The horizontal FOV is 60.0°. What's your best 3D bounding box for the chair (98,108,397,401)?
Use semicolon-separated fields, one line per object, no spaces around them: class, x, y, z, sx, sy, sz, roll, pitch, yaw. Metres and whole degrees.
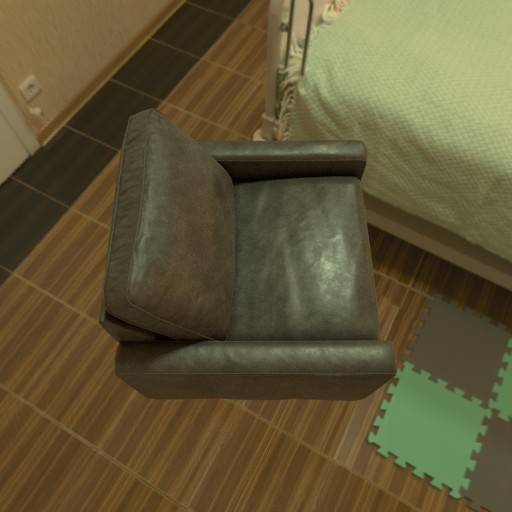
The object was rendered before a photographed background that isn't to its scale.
chair;0.000;0.000;1.761;0.939;0.916;1.006;0;63;0
